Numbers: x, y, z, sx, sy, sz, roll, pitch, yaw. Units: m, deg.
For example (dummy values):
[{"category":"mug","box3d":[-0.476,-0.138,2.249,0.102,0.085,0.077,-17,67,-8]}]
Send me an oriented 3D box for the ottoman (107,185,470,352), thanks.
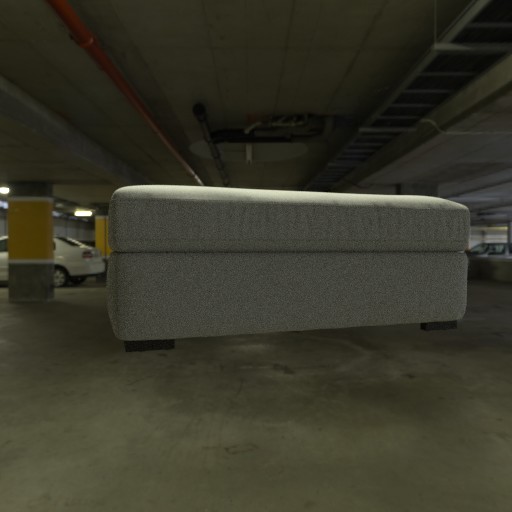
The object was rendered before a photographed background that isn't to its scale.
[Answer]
[{"category":"ottoman","box3d":[0.000,0.000,1.818,1.163,0.482,1.167,0,1,-19]}]
